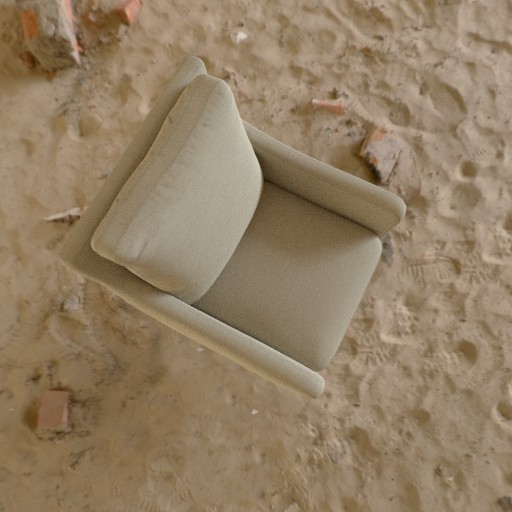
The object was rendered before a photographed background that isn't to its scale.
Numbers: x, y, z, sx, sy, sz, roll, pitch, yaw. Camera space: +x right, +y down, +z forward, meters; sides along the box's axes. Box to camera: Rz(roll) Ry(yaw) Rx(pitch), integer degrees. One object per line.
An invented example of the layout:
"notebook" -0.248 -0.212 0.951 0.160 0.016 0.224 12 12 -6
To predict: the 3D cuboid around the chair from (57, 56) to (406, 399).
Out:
"chair" 0.000 0.000 1.371 0.694 0.914 0.626 27 78 6
